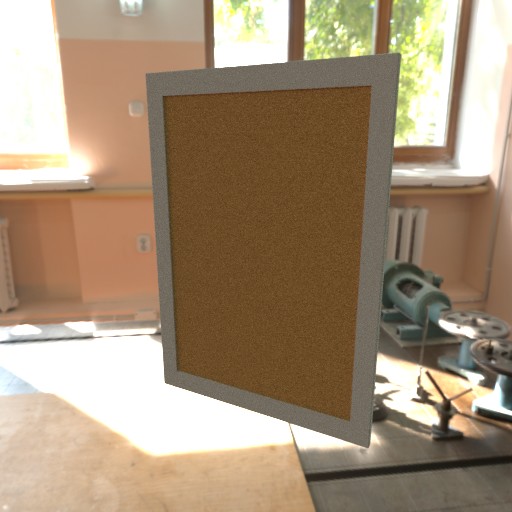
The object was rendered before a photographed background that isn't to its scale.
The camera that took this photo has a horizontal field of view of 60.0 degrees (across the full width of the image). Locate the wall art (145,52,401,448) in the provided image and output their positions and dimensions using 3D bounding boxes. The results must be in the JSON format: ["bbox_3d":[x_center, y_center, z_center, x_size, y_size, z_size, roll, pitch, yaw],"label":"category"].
[{"bbox_3d":[0.000,0.000,0.661,0.374,0.529,0.012,8,17,27],"label":"wall art"}]
